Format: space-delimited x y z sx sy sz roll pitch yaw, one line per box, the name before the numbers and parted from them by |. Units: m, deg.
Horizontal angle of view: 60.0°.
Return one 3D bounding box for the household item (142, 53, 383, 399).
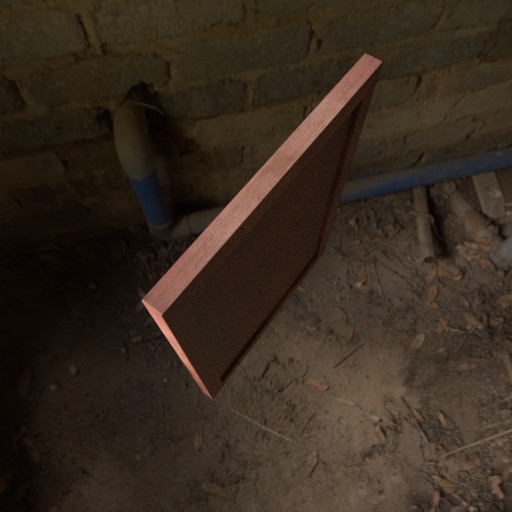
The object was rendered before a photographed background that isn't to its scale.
household item | 0.000 0.000 0.552 0.067 0.407 0.310 34 69 15
